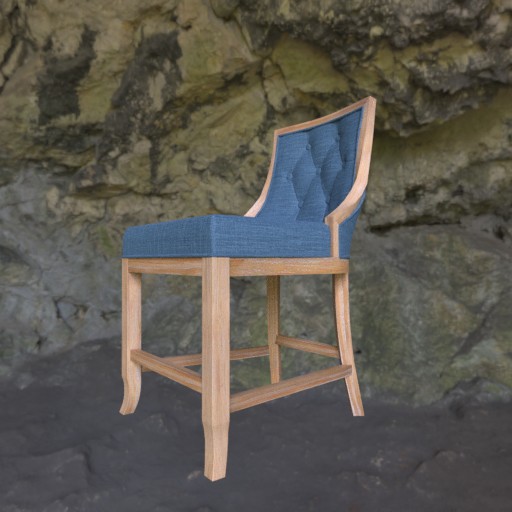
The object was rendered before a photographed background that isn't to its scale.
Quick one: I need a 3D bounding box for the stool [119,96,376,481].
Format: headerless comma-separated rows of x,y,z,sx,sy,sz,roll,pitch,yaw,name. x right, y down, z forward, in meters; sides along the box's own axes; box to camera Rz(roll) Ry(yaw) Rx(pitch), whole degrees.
0.000,0.000,1.309,0.626,0.938,0.524,0,-1,-37,stool
